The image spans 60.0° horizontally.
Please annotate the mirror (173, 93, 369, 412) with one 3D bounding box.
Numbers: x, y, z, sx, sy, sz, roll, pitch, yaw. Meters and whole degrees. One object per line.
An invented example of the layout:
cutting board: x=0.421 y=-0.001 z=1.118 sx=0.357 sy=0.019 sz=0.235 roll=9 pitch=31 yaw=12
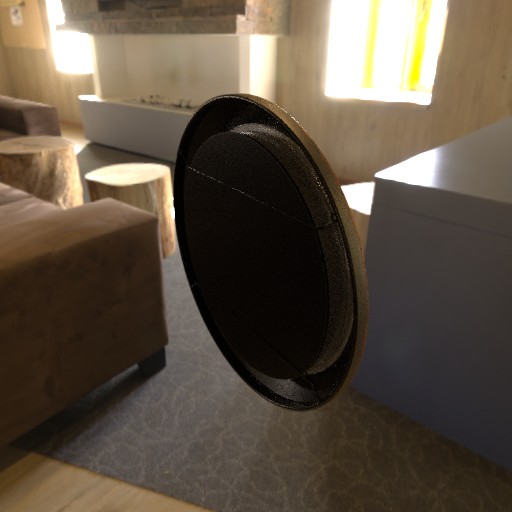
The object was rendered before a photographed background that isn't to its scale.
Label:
mirror: x=0.000 y=0.000 z=1.311 sx=0.111 sy=0.907 sz=0.907 roll=-17 pitch=31 yaw=-31
